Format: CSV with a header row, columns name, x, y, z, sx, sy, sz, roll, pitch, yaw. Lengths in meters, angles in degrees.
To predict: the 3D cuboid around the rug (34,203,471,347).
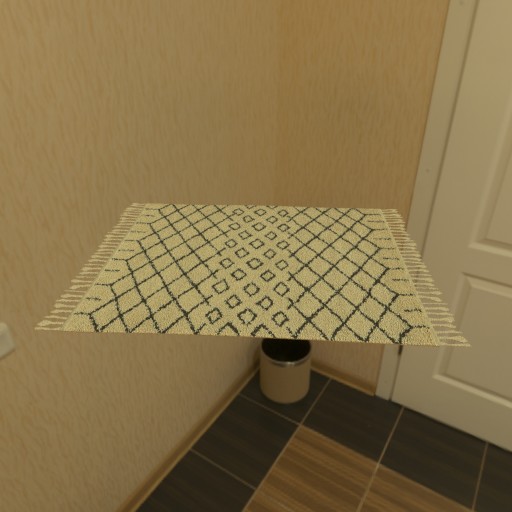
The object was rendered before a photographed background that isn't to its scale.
name,x,y,z,sx,sy,sz,roll,pitch,yaw
rug,0.000,0.000,4.267,3.213,0.030,2.388,2,30,3
